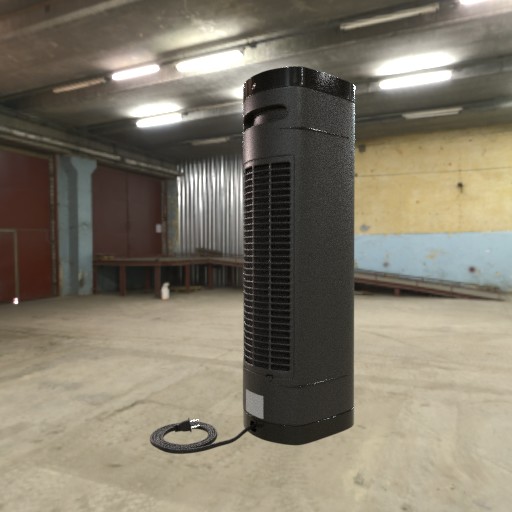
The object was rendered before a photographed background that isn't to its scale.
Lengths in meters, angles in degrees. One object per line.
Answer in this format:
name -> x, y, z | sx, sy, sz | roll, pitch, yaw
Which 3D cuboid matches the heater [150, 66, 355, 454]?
heater -> 0.000, 0.000, 0.698 | 0.312, 0.552, 0.174 | -1, 1, -37
